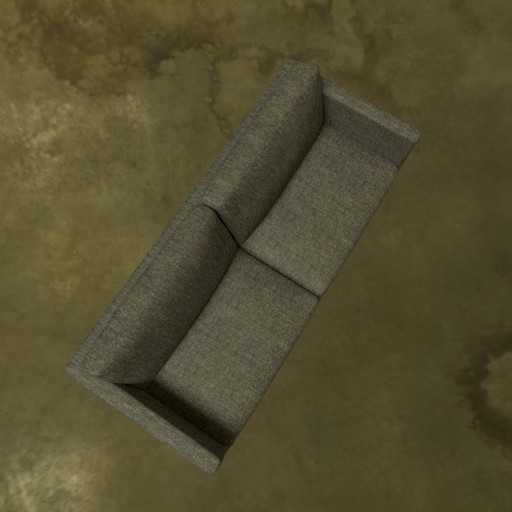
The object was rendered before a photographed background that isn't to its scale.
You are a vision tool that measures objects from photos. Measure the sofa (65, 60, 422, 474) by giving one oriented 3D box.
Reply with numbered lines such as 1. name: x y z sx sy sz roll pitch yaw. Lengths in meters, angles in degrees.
1. sofa: 0.000 0.000 2.668 0.948 0.960 2.208 32 78 8
